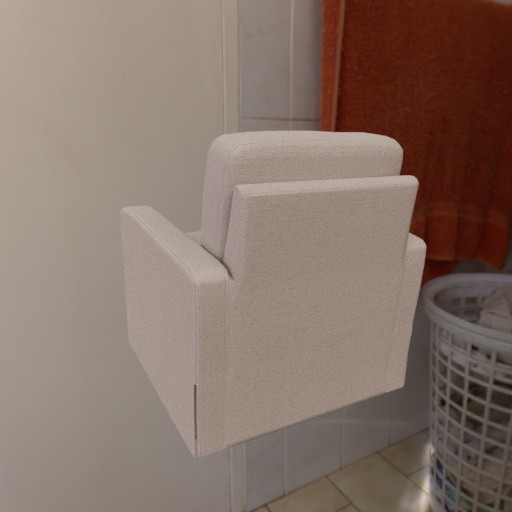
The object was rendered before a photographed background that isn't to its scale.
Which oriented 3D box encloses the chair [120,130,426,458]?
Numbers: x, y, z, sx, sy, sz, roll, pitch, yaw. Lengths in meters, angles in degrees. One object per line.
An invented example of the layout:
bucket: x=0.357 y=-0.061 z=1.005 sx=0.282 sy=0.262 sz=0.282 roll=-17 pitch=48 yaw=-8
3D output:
chair: x=0.000 y=0.000 z=1.530 sx=0.755 sy=0.827 sz=0.888 roll=-8 pitch=17 yaw=-27
